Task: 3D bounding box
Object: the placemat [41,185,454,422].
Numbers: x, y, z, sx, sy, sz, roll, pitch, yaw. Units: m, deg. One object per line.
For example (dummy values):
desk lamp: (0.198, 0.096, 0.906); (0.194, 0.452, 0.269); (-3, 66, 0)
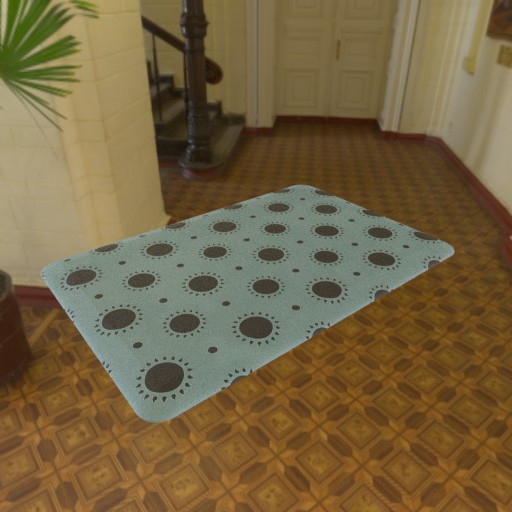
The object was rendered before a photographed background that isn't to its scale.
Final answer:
placemat: (0.000, 0.000, 0.948); (0.762, 0.021, 0.508); (-22, 37, -32)
